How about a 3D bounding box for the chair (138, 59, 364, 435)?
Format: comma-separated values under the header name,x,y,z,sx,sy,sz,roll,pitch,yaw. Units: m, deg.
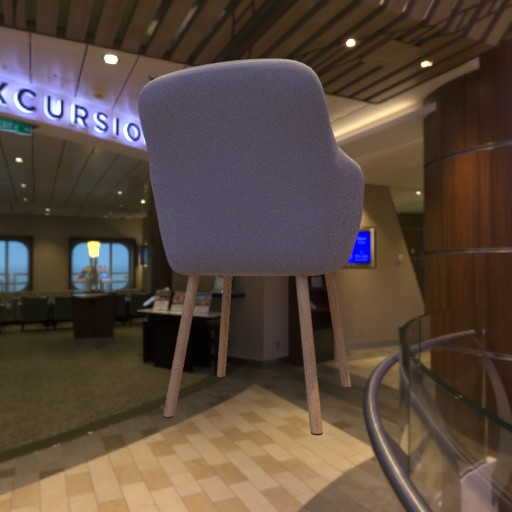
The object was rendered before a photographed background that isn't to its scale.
name,x,y,z,sx,sy,sz,roll,pitch,yaw
chair,0.000,0.000,1.226,0.570,0.830,0.590,0,-1,18
